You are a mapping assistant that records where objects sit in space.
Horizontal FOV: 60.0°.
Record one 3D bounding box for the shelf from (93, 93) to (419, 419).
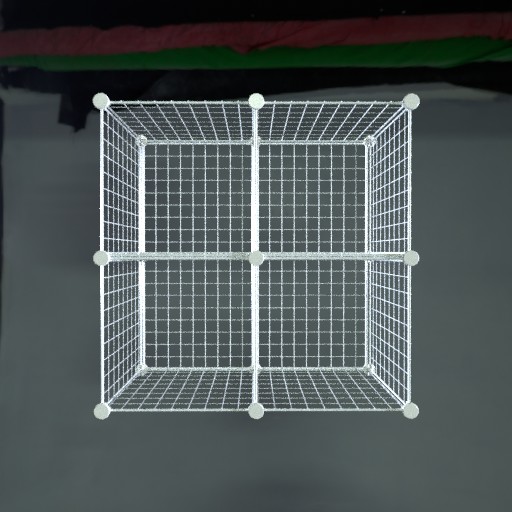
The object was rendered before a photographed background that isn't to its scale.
[{"bbox_3d":[0.000,0.000,1.145,0.711,0.711,0.356,0,0,0],"label":"shelf"}]
